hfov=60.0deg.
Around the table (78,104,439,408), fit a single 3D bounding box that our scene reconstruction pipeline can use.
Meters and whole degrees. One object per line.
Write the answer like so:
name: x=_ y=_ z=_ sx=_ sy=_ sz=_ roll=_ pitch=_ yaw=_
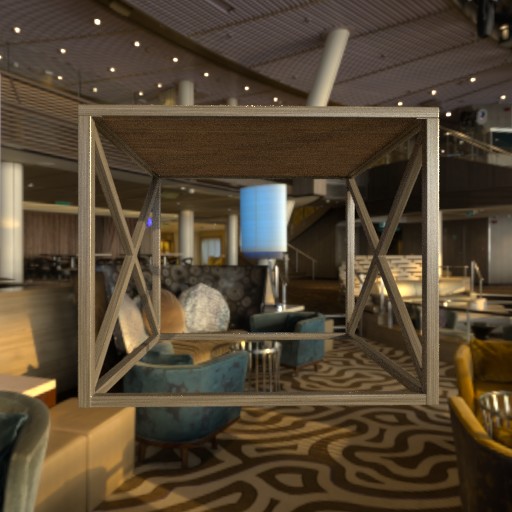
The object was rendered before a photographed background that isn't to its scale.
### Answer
table: x=0.000 y=0.000 z=1.052 sx=0.609 sy=0.507 sz=0.611 roll=0 pitch=0 yaw=-1
